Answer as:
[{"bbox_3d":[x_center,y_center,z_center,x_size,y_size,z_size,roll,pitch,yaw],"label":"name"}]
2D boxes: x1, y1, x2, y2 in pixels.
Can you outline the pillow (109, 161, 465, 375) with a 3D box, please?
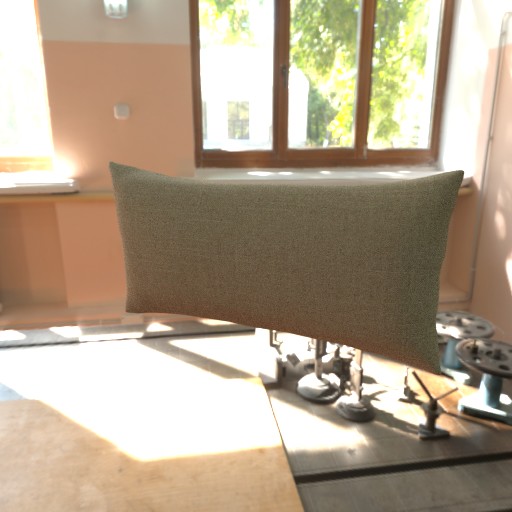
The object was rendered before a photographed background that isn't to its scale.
[{"bbox_3d":[0.000,0.000,1.053,0.859,0.429,0.197,7,16,25],"label":"pillow"}]
